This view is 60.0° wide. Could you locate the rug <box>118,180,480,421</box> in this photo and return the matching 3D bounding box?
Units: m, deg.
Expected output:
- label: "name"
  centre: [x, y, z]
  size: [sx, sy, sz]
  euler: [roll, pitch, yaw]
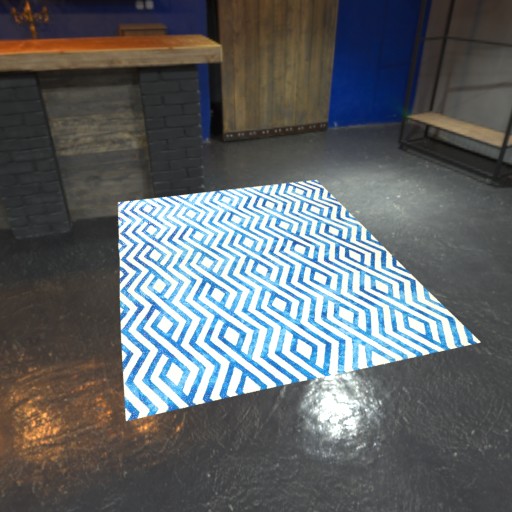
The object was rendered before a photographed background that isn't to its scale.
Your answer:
- label: "rug"
  centre: [0.000, 0.000, 4.108]
  size: [2.453, 0.008, 3.059]
  euler: [-9, 33, -13]
